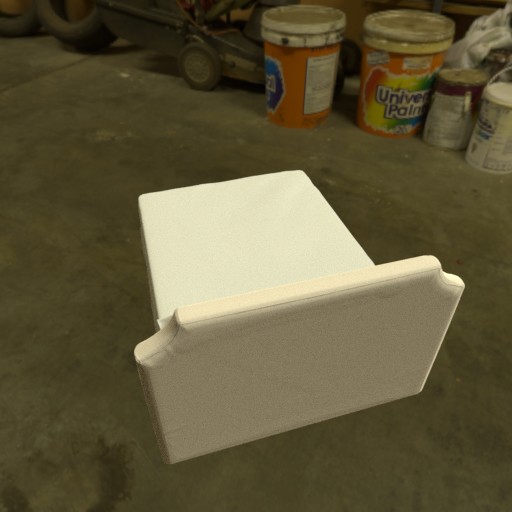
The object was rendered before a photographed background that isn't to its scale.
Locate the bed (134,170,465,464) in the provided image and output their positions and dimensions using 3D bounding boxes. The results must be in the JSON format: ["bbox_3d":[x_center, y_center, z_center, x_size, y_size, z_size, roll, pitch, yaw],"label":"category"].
[{"bbox_3d":[0.000,0.000,3.327,1.828,1.297,2.164,-11,42,-12],"label":"bed"}]
